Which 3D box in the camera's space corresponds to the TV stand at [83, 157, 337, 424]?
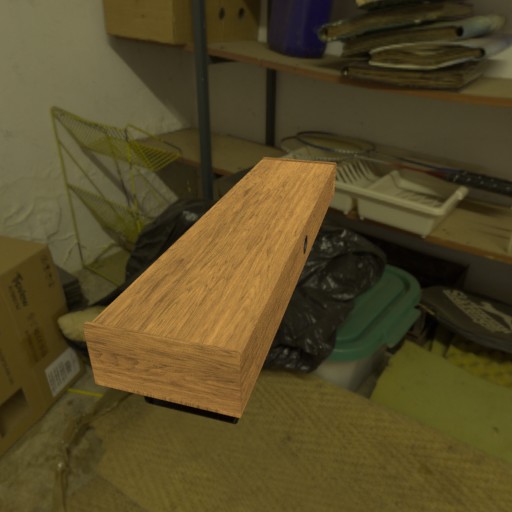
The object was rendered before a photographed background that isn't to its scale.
[{"bbox_3d":[0.000,0.000,2.021,0.467,0.415,1.796,8,29,15],"label":"TV stand"}]
